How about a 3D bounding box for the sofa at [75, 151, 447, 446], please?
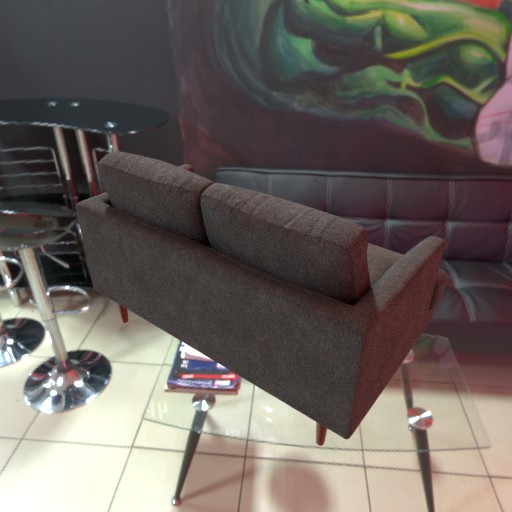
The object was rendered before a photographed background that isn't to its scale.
[{"bbox_3d":[0.000,0.000,2.155,1.582,0.956,0.903,22,37,32],"label":"sofa"}]
